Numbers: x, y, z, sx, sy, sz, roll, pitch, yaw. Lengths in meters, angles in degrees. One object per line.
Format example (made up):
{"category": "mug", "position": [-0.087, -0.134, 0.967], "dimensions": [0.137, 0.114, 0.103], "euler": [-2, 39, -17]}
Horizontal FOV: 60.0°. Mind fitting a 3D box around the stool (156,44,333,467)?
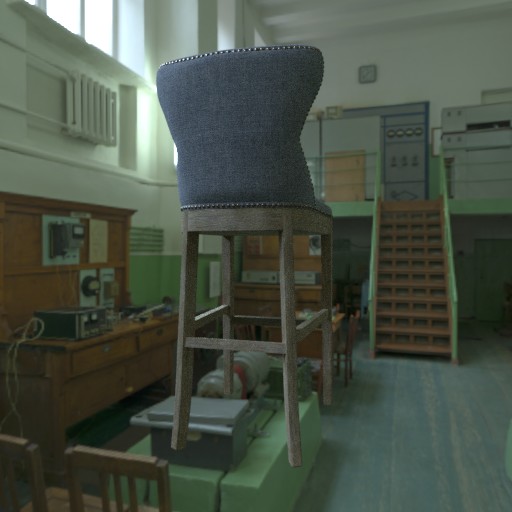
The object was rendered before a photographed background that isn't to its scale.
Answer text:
{"category": "stool", "position": [0.000, 0.000, 1.442], "dimensions": [0.494, 1.123, 0.606], "euler": [0, 1, 17]}
